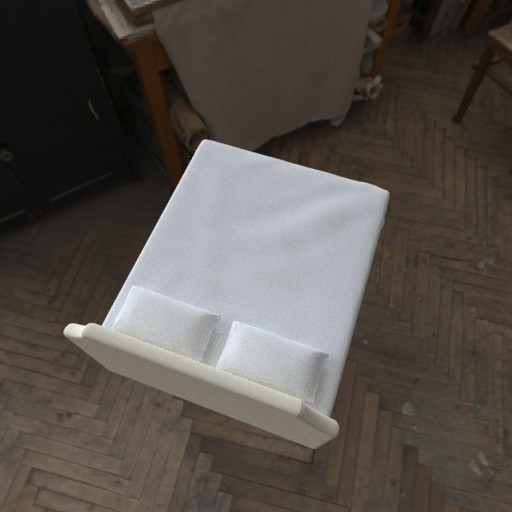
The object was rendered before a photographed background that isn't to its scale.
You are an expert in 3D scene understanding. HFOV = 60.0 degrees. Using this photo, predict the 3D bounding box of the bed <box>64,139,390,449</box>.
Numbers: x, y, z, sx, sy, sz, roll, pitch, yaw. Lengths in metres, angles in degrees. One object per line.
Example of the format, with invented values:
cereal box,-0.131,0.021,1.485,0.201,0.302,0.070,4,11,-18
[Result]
bed,0.000,0.000,4.284,2.350,1.590,2.773,18,64,9
